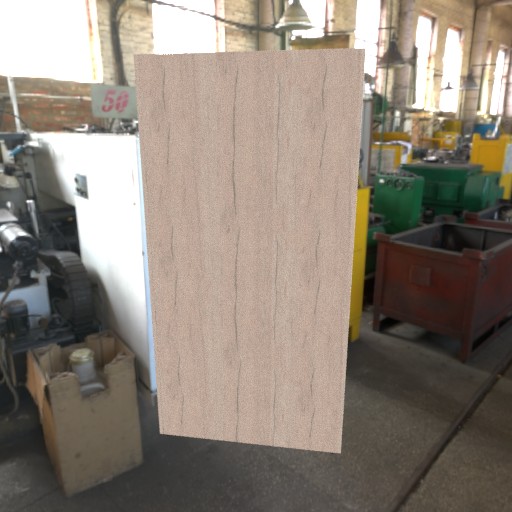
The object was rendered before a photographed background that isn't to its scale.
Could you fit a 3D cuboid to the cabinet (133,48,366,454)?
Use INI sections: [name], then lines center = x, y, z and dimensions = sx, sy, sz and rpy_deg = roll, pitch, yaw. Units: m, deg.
[cabinet]
center = 0.000, 0.000, 2.378
dimensions = 0.980, 1.930, 0.580
rpy_deg = 3, 16, 9
